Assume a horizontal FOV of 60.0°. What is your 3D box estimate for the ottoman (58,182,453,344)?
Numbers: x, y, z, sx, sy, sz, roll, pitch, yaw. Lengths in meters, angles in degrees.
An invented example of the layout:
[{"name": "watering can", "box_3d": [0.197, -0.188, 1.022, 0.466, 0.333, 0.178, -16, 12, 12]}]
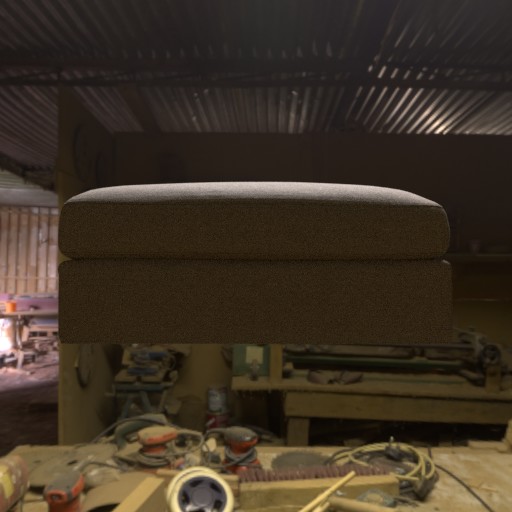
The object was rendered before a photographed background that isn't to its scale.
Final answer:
[{"name": "ottoman", "box_3d": [0.000, 0.000, 1.646, 1.041, 0.470, 1.041, 0, -1, 1]}]
